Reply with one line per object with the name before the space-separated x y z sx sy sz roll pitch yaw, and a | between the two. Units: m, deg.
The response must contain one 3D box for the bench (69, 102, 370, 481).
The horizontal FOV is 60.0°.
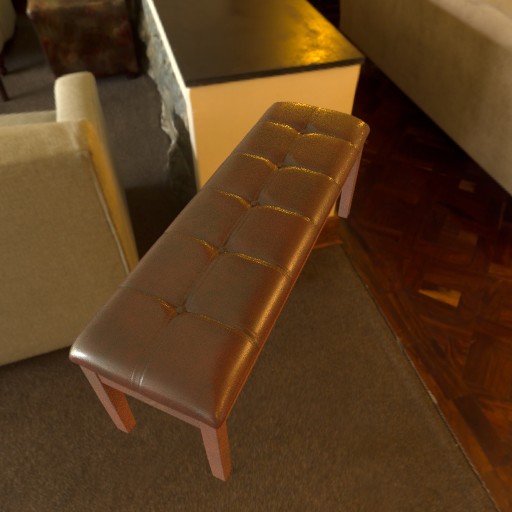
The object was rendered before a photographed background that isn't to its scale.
bench | 0.000 0.000 1.489 0.401 0.491 1.259 18 50 16
